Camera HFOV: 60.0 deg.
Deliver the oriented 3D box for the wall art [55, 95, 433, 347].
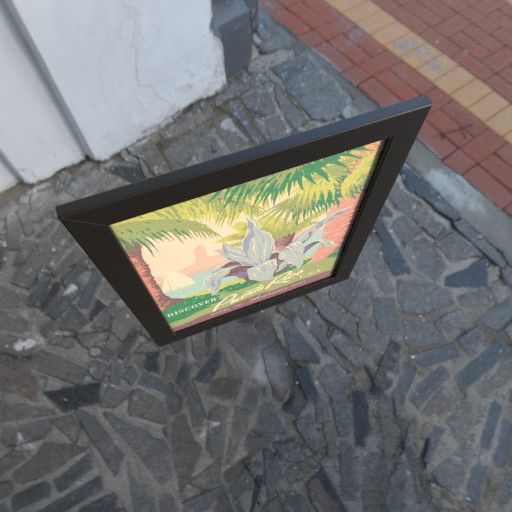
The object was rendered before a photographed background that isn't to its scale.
[{"bbox_3d":[0.000,0.000,0.798,0.481,0.582,0.018,-19,66,-9],"label":"wall art"}]
